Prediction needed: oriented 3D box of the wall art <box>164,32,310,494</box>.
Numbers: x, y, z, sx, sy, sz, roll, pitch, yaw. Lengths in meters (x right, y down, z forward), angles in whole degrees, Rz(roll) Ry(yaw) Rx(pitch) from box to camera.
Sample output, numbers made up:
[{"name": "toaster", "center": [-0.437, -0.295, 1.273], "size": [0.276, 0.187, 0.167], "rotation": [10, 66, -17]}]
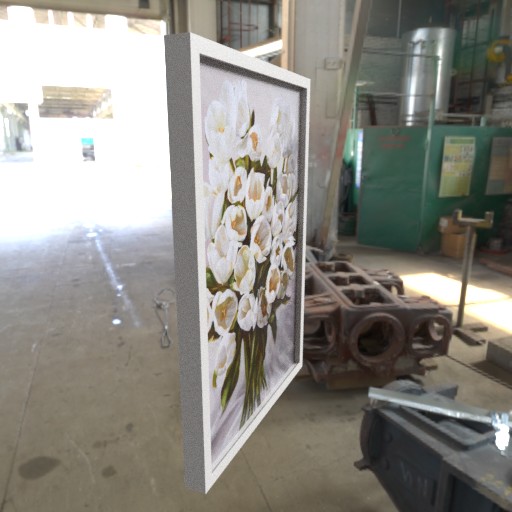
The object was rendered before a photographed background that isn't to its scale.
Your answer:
[{"name": "wall art", "center": [0.000, 0.000, 0.813], "size": [0.038, 0.657, 0.450], "rotation": [7, 16, 24]}]
